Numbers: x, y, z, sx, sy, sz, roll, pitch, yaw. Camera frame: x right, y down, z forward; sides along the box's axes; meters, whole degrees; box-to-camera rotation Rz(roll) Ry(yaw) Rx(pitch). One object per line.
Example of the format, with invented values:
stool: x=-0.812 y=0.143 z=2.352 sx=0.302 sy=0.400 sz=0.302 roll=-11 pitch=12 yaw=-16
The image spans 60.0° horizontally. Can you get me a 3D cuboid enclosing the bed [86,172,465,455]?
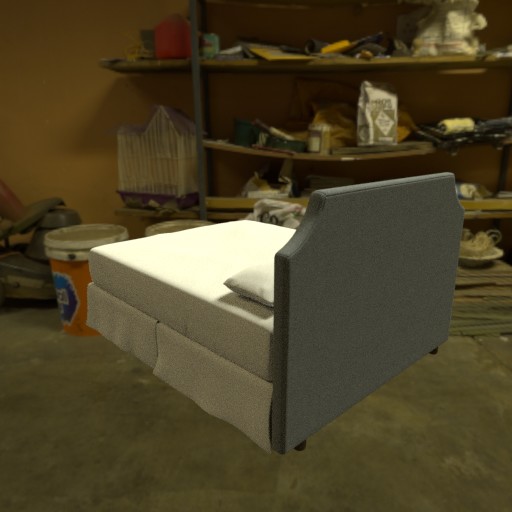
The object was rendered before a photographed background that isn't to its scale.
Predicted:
bed: x=0.000 y=0.000 z=3.314 sx=1.811 sy=1.296 sz=2.259 roll=-14 pitch=21 yaw=-41
